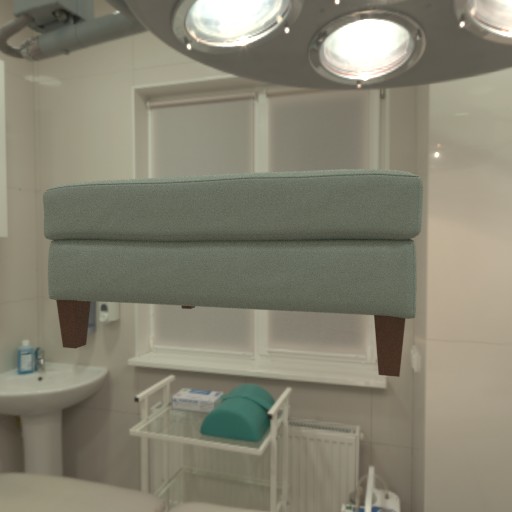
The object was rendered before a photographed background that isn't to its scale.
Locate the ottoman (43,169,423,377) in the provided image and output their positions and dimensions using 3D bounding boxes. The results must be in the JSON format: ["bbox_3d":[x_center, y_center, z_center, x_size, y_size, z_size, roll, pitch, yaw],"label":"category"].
[{"bbox_3d":[0.000,0.000,1.460,0.991,0.494,0.842,1,2,17],"label":"ottoman"}]
